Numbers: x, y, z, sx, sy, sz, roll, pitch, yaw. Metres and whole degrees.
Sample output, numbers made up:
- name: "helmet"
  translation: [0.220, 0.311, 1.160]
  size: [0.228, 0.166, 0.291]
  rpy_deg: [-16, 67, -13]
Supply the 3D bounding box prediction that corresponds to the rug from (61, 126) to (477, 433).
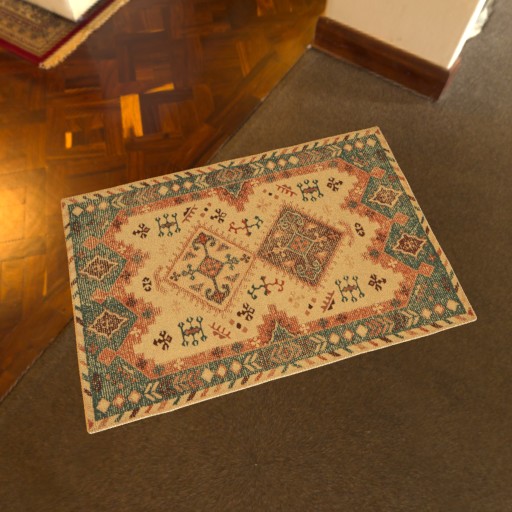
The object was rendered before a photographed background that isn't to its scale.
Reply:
- name: "rug"
  translation: [0.000, 0.000, 2.237]
  size: [1.840, 0.015, 1.225]
  rpy_deg: [-15, 66, -7]
